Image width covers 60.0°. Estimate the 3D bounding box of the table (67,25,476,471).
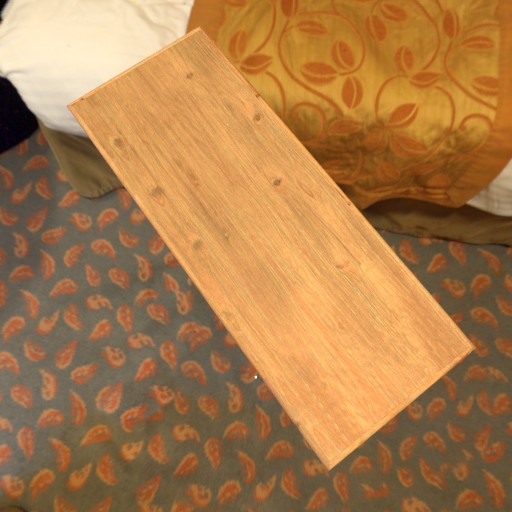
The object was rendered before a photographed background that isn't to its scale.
[{"bbox_3d":[0.000,0.000,1.733,0.522,0.873,1.330,-36,78,-9],"label":"table"}]
